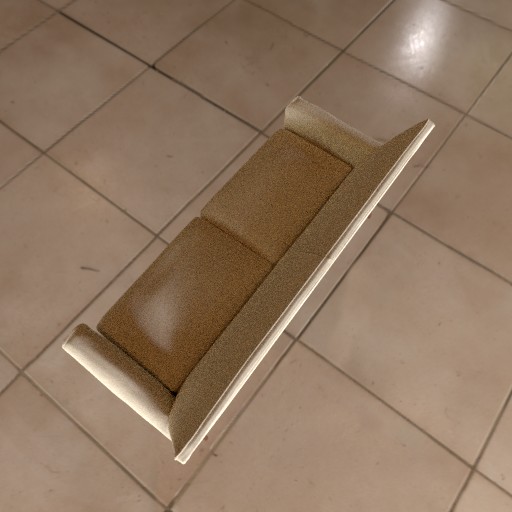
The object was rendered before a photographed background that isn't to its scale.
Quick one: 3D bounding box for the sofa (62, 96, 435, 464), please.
[{"bbox_3d":[0.000,0.000,2.440,0.841,0.907,2.001,34,69,15],"label":"sofa"}]
